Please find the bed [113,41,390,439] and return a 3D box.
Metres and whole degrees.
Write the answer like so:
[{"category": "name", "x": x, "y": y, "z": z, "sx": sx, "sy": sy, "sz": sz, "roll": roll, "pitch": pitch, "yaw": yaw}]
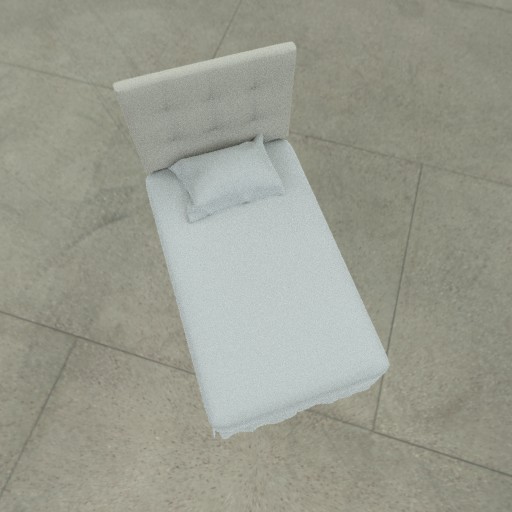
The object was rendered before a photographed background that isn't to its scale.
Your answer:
[{"category": "bed", "x": 0.000, "y": 0.000, "z": 2.980, "sx": 1.261, "sy": 1.571, "sz": 1.997, "roll": -17, "pitch": 66, "yaw": -8}]
